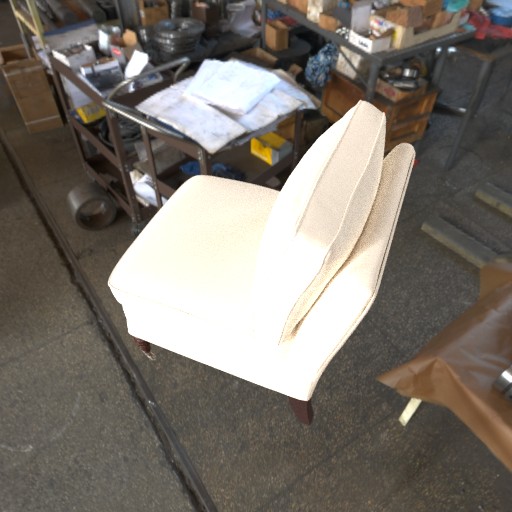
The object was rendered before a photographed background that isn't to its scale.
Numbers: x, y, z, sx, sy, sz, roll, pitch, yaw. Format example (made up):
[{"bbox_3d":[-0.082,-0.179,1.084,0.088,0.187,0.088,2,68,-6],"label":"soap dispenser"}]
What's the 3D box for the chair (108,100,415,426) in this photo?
[{"bbox_3d":[0.000,0.000,1.449,0.781,0.887,0.630,17,49,15],"label":"chair"}]
